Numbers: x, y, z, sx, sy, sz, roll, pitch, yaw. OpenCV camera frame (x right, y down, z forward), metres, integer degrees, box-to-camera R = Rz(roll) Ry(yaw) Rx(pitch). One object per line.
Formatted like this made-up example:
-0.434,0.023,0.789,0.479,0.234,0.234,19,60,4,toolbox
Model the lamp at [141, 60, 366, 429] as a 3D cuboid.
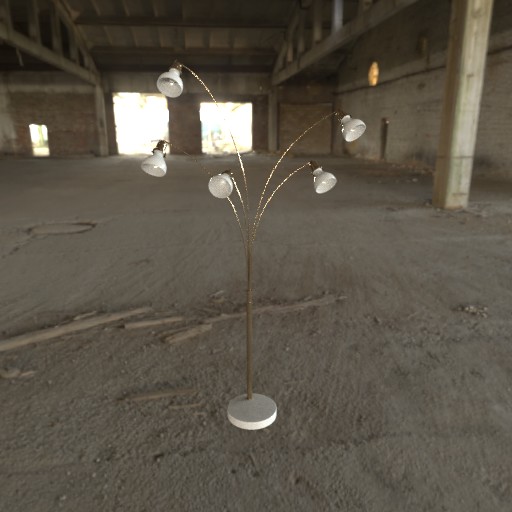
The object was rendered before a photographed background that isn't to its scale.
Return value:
0.000,0.000,2.953,1.405,2.423,0.361,-2,16,-7,lamp
